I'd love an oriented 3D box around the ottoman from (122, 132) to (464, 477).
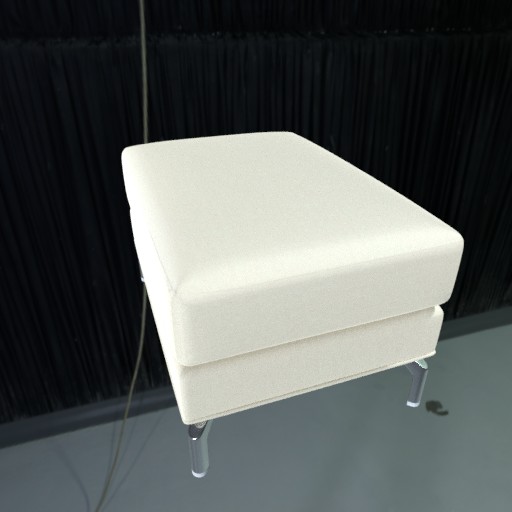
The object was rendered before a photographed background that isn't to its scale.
[{"bbox_3d":[0.000,0.000,1.188,0.581,0.497,0.835,-10,31,-17],"label":"ottoman"}]
